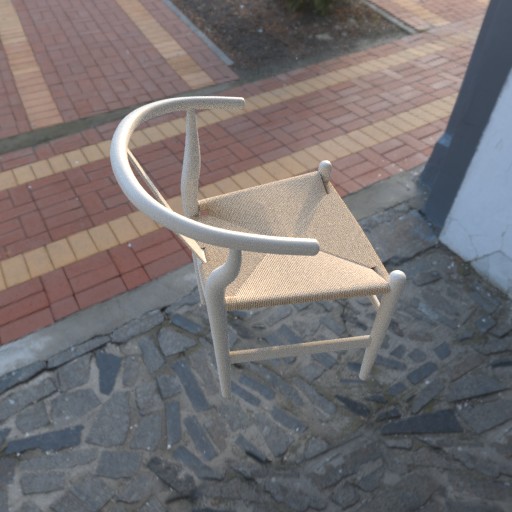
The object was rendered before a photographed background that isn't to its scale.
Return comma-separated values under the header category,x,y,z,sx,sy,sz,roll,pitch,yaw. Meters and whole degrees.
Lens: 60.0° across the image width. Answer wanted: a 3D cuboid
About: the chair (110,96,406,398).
category,x,y,z,sx,sy,sz,roll,pitch,yaw
chair,0.000,0.000,1.155,0.579,0.730,0.569,-11,47,-10
